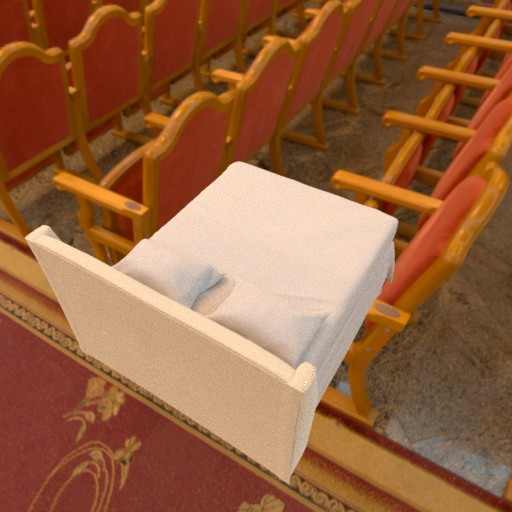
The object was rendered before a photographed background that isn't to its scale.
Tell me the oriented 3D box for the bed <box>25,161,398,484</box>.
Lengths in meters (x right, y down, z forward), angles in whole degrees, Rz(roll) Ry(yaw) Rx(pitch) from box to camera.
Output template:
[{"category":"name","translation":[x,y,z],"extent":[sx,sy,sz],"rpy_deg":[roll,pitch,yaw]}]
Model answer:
[{"category":"bed","translation":[0.000,0.000,3.442],"extent":[1.925,1.332,2.276],"rpy_deg":[24,51,21]}]
